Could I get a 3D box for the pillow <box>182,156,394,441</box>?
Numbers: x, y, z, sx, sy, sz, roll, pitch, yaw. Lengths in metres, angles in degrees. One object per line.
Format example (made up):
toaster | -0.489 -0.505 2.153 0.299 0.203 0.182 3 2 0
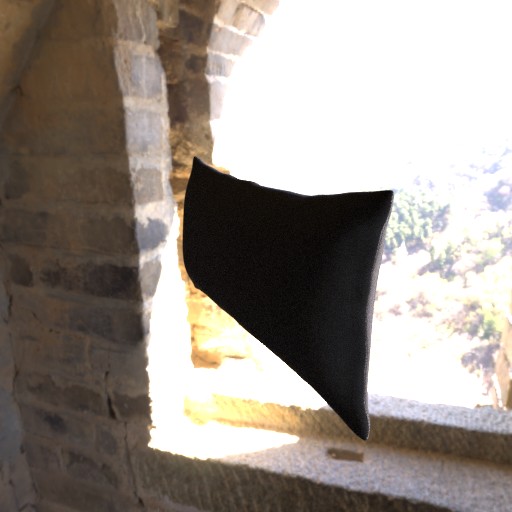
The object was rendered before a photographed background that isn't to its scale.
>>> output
pillow | 0.000 0.000 0.744 0.151 0.305 0.609 -7 17 -26
